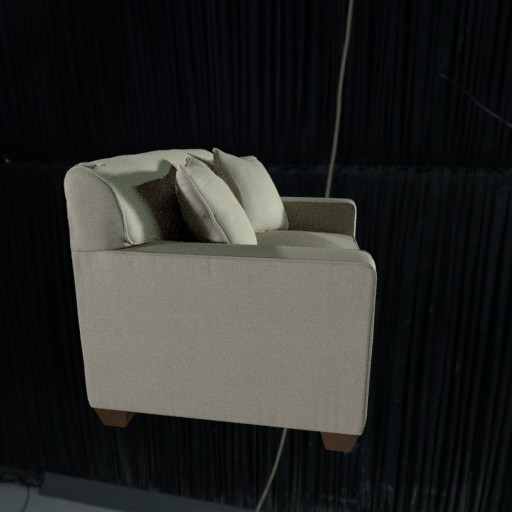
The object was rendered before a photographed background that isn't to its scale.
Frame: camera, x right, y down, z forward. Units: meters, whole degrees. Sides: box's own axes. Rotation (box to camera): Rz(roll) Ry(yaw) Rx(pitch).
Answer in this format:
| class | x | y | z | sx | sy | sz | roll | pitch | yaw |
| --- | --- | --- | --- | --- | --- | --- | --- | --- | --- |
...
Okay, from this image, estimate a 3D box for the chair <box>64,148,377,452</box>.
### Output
| class | x | y | z | sx | sy | sz | roll | pitch | yaw |
| --- | --- | --- | --- | --- | --- | --- | --- | --- | --- |
| chair | 0.000 | 0.000 | 2.023 | 1.000 | 0.948 | 1.383 | 2 | 15 | 9 |
